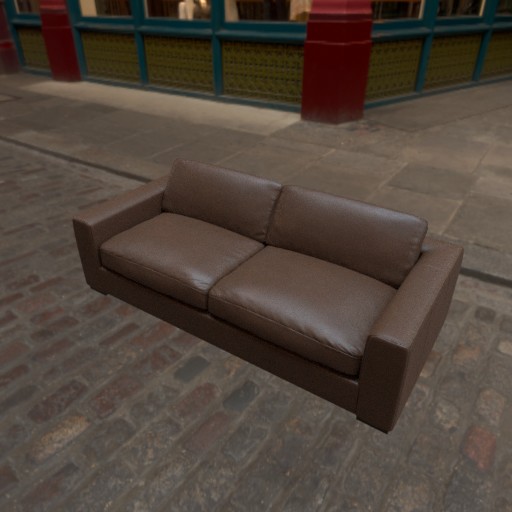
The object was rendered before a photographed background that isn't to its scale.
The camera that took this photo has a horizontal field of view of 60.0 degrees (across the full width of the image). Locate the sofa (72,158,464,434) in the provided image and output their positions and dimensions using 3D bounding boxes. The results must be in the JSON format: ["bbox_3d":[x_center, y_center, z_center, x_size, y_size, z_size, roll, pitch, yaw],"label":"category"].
[{"bbox_3d":[0.000,0.000,2.838,2.262,0.801,1.070,19,36,28],"label":"sofa"}]
